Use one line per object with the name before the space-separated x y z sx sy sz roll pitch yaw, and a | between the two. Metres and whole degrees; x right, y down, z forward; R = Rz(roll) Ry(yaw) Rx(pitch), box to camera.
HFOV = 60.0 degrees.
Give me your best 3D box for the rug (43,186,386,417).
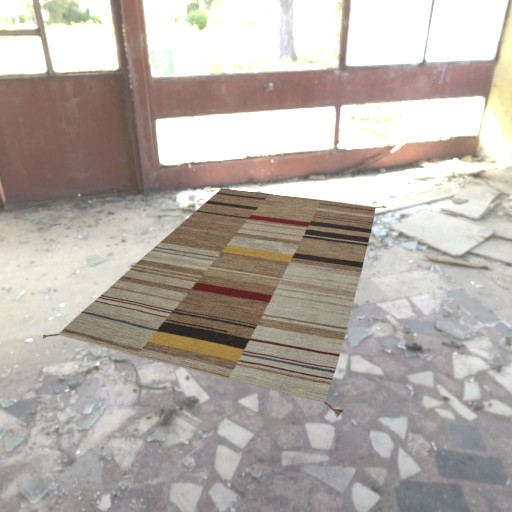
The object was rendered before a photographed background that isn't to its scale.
rug | 0.000 0.000 2.449 1.268 0.007 1.918 9 31 16
